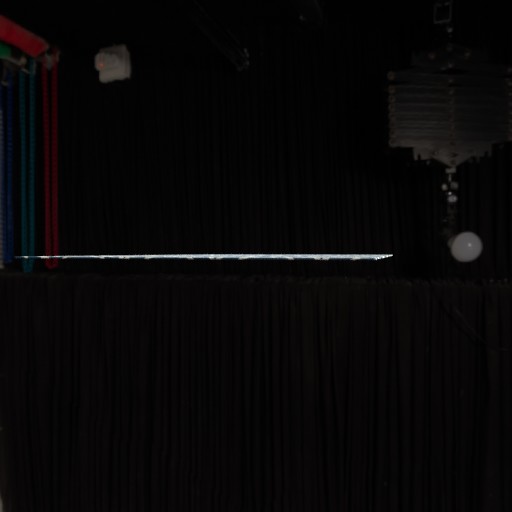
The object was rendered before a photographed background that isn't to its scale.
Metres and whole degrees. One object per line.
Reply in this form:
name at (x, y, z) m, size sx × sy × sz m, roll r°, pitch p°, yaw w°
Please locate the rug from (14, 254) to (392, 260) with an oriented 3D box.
rug at (0.000, 0.000, 4.282) m, size 2.438 × 0.010 × 3.353 m, roll 0°, pitch 0°, yaw 19°
